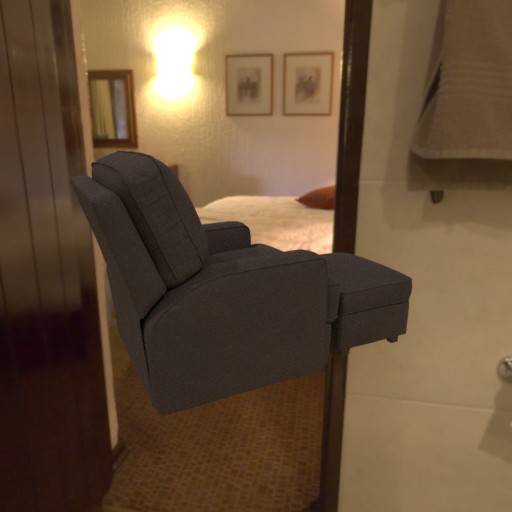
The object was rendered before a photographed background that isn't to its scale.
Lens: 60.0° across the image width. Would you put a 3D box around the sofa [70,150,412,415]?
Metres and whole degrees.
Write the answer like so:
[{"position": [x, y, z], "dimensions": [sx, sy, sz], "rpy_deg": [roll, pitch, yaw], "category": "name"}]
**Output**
[{"position": [0.000, 0.000, 2.047], "dimensions": [1.472, 0.959, 0.861], "rpy_deg": [-8, 17, -26], "category": "sofa"}]
